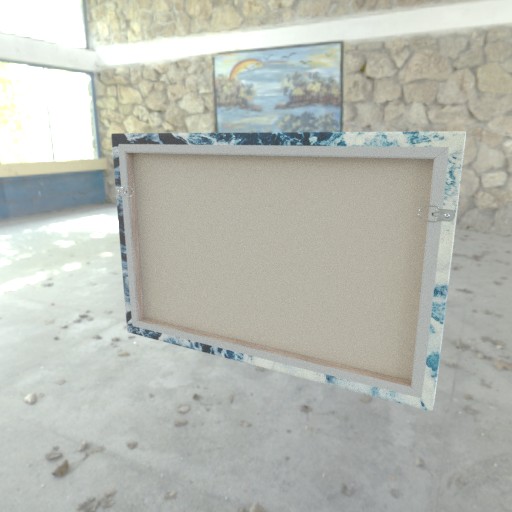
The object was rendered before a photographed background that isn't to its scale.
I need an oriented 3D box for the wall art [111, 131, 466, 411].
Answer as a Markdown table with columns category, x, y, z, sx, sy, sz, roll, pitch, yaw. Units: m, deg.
| category | x | y | z | sx | sy | sz | roll | pitch | yaw |
| --- | --- | --- | --- | --- | --- | --- | --- | --- | --- |
| wall art | 0.000 | 0.000 | 1.897 | 1.524 | 1.017 | 0.055 | 8 | 17 | 27 |
